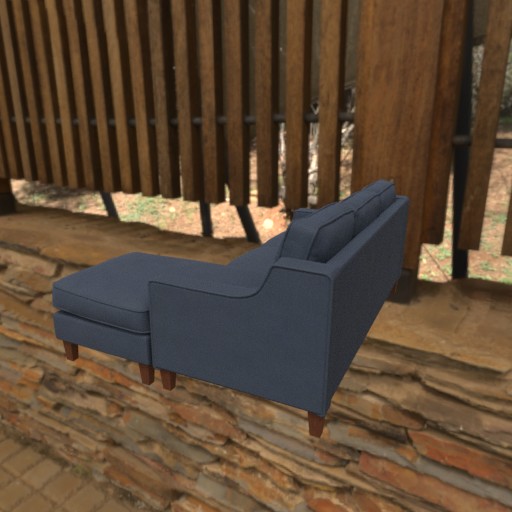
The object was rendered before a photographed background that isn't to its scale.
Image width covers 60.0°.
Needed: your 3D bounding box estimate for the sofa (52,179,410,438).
[{"bbox_3d":[0.000,0.000,3.371,1.858,1.066,2.317,8,19,25],"label":"sofa"}]
